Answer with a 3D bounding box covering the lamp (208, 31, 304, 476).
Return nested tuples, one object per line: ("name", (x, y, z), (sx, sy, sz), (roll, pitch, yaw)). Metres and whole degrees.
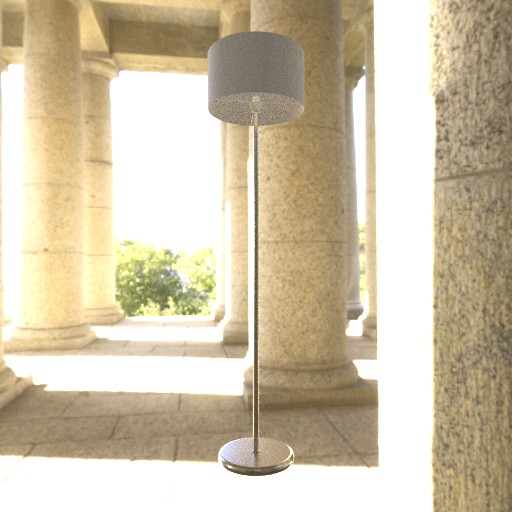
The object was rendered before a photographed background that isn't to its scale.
("lamp", (0.000, 0.000, 1.588), (0.347, 1.443, 0.347), (1, -1, -37))
